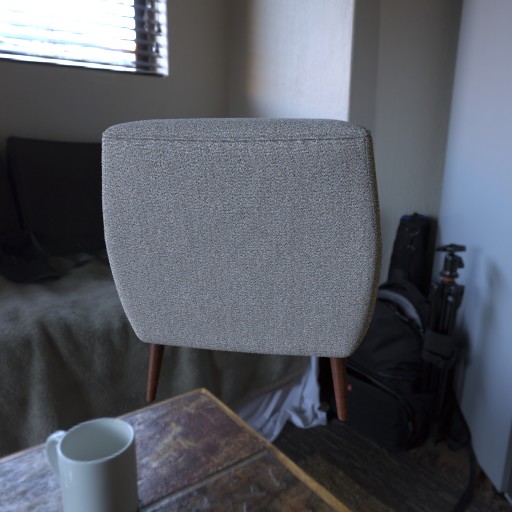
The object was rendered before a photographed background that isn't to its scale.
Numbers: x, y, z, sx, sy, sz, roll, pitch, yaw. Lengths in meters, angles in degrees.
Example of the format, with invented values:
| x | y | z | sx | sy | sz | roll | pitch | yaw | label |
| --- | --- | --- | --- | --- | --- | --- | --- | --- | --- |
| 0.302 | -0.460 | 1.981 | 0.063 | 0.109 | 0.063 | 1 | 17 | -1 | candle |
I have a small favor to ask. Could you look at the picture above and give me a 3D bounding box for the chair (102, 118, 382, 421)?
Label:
| x | y | z | sx | sy | sz | roll | pitch | yaw | label |
| --- | --- | --- | --- | --- | --- | --- | --- | --- | --- |
| 0.000 | 0.000 | 1.452 | 0.762 | 0.838 | 0.787 | 2 | 15 | 9 | chair |
